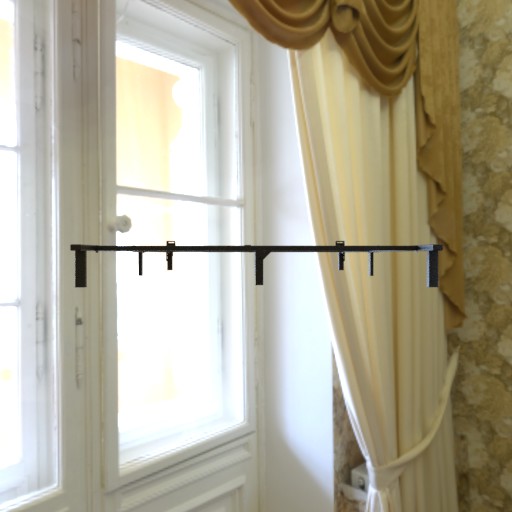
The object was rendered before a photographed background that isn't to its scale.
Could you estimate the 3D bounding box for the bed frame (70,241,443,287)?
[{"bbox_3d":[0.000,0.000,2.759,1.498,0.248,1.990,0,0,0],"label":"bed frame"}]
